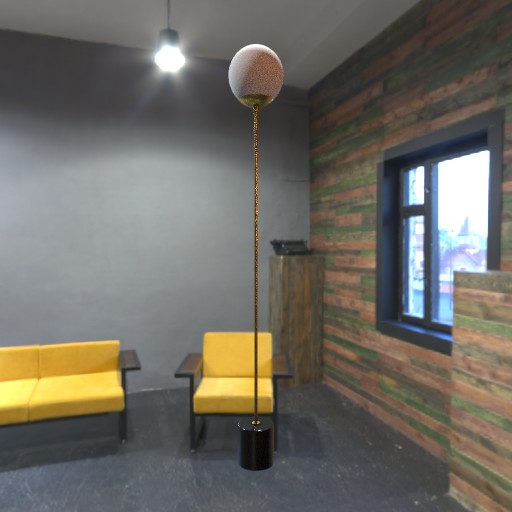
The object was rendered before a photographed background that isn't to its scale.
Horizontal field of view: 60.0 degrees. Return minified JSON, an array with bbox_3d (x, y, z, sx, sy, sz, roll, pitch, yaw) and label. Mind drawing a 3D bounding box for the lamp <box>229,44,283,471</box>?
[{"bbox_3d":[0.000,0.000,1.866,0.229,1.748,0.229,0,1,-16],"label":"lamp"}]
